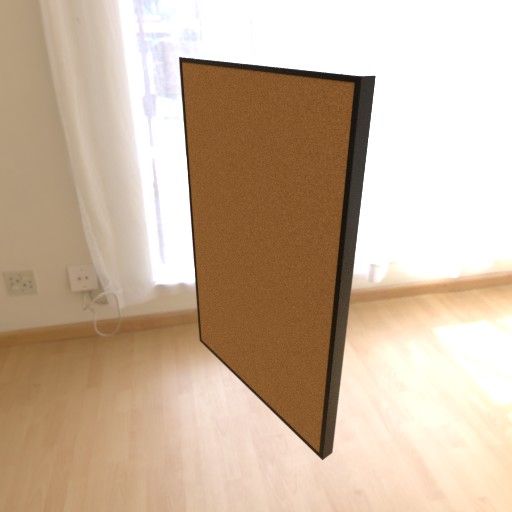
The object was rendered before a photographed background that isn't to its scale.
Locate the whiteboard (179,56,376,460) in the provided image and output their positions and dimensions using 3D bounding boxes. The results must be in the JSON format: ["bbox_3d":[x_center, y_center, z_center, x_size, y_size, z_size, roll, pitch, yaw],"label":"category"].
[{"bbox_3d":[0.000,0.000,0.765,0.026,0.611,0.406,-19,33,-32],"label":"whiteboard"}]
